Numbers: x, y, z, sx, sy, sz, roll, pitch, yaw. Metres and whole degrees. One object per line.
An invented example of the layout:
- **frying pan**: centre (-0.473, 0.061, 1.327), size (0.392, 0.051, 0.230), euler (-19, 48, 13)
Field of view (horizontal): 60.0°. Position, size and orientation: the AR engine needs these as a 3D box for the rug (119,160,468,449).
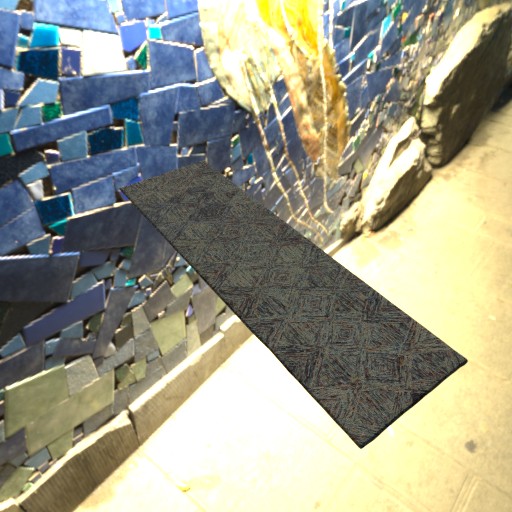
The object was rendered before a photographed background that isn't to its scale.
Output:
- **rug**: centre (0.000, 0.000, 2.531), size (0.688, 0.015, 2.292), euler (-25, 47, -27)
